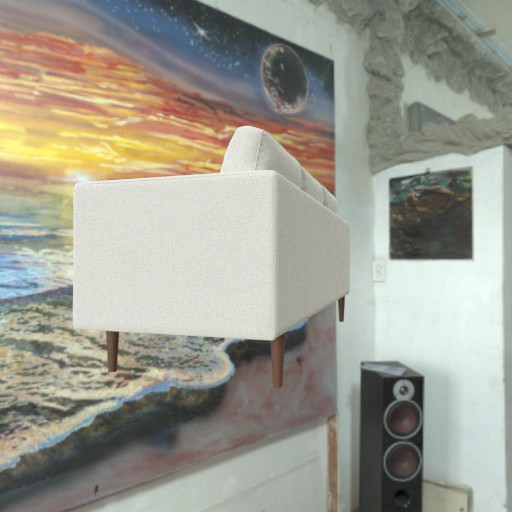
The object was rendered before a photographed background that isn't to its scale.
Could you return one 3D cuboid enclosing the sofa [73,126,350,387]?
[{"bbox_3d":[0.000,0.000,2.439,0.802,0.912,2.029,0,-1,18],"label":"sofa"}]
